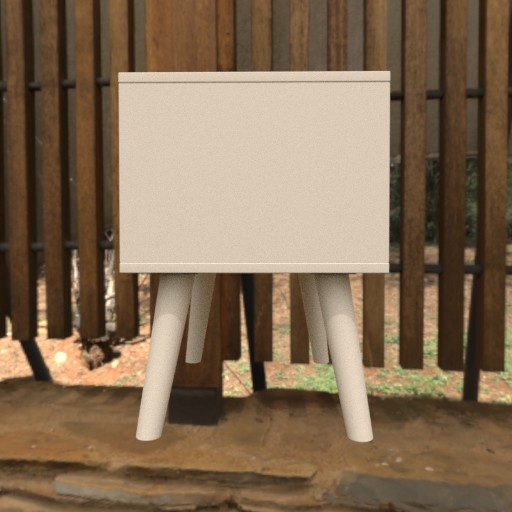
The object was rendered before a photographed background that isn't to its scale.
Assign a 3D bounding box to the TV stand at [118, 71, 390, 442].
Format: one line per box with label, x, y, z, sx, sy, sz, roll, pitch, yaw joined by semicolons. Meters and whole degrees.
TV stand;0.000;0.000;0.919;0.405;0.559;0.508;0;1;1
